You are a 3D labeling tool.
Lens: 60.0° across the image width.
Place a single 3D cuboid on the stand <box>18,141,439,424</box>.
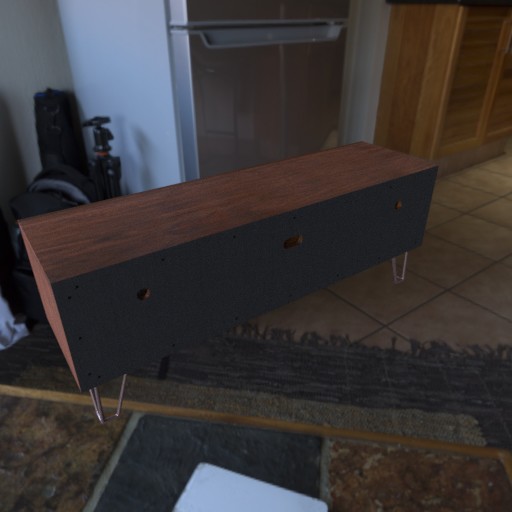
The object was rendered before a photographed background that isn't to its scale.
[{"bbox_3d":[0.000,0.000,1.872,1.626,0.610,0.481,-19,36,-29],"label":"stand"}]
